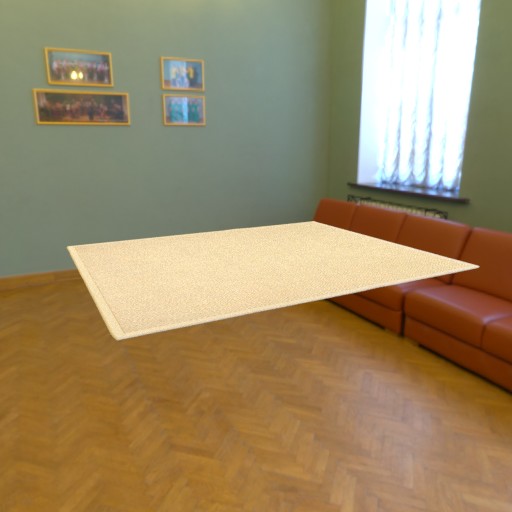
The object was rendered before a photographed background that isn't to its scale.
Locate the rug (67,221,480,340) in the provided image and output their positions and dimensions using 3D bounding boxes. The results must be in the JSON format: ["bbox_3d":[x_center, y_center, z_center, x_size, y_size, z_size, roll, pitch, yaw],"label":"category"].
[{"bbox_3d":[0.000,0.000,4.086,3.009,0.019,2.423,-8,17,-27],"label":"rug"}]
